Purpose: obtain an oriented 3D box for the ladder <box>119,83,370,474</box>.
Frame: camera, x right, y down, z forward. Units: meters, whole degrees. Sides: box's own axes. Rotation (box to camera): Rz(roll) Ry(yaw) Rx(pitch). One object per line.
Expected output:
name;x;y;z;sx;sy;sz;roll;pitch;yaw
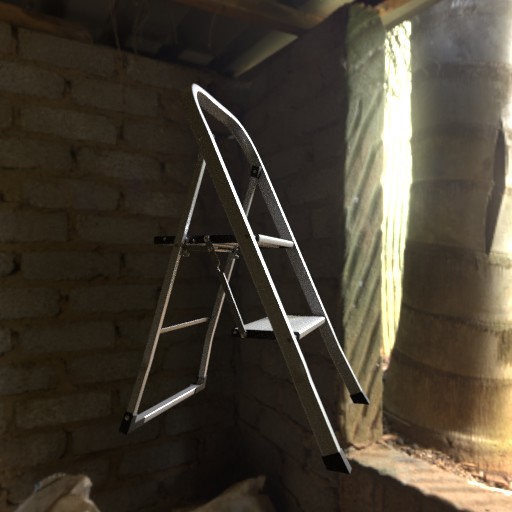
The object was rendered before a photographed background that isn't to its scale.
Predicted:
ladder;0.000;0.000;1.142;0.530;0.830;0.465;0;-1;19
